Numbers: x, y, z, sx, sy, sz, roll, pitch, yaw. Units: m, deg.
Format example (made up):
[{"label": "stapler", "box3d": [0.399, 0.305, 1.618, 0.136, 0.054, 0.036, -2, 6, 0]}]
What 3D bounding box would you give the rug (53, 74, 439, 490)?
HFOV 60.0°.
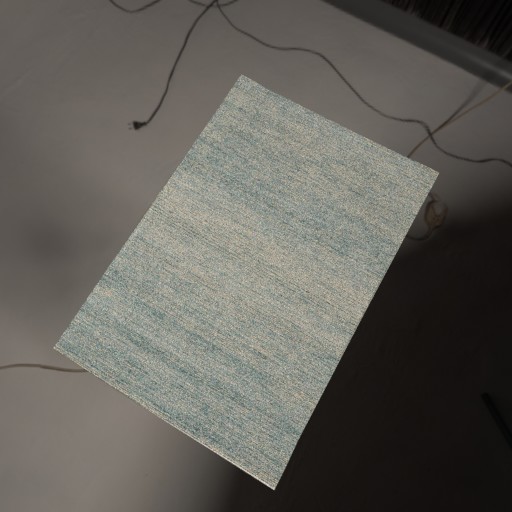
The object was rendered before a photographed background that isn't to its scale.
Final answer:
[{"label": "rug", "box3d": [0.000, 0.000, 5.128, 2.802, 0.052, 4.078, 30, 77, 7]}]
